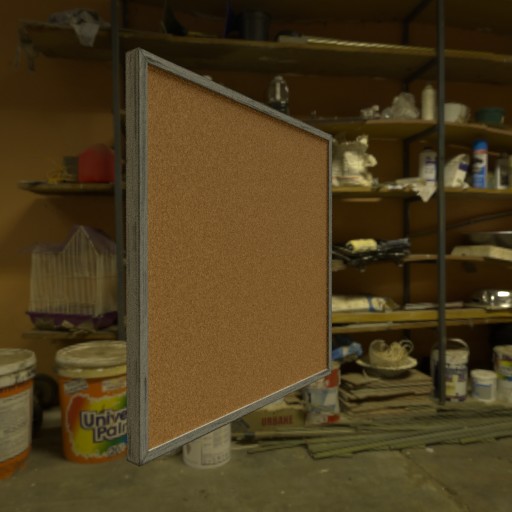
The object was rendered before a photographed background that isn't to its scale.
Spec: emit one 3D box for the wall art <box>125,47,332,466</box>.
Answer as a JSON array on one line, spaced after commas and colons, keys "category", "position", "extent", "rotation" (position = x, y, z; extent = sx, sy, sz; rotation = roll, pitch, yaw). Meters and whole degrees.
[{"category": "wall art", "position": [0.000, 0.000, 1.119], "extent": [0.037, 0.761, 0.761], "rotation": [1, 1, 37]}]
